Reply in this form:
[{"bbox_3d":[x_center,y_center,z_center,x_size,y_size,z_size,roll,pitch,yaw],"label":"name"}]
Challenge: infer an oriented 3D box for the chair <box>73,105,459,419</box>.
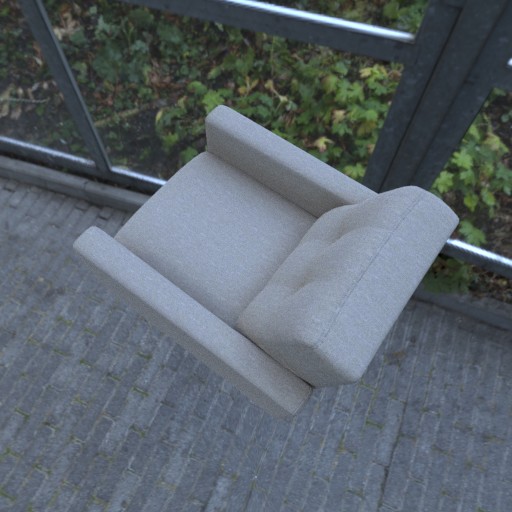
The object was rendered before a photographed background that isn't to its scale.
[{"bbox_3d":[0.000,0.000,1.807,1.128,0.965,0.897,34,68,15],"label":"chair"}]
